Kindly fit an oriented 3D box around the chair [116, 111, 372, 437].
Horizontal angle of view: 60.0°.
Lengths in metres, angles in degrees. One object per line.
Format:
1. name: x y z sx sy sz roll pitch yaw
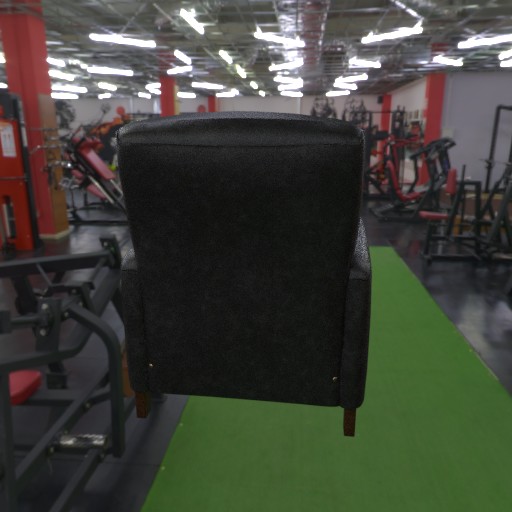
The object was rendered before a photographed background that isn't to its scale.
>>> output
1. chair: 0.000 0.000 1.695 0.848 1.014 0.864 2 15 8
